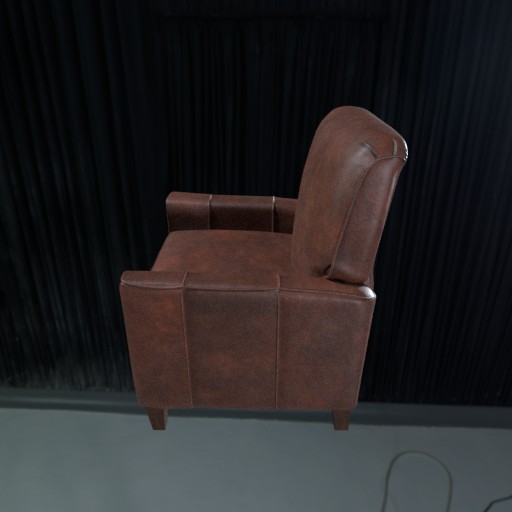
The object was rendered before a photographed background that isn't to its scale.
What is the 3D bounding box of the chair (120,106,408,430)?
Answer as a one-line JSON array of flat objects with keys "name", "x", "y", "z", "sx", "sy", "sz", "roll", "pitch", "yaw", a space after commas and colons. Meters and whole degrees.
[{"name": "chair", "x": 0.000, "y": 0.000, "z": 1.696, "sx": 0.836, "sy": 1.043, "sz": 0.843, "roll": 0, "pitch": 27, "yaw": 1}]
